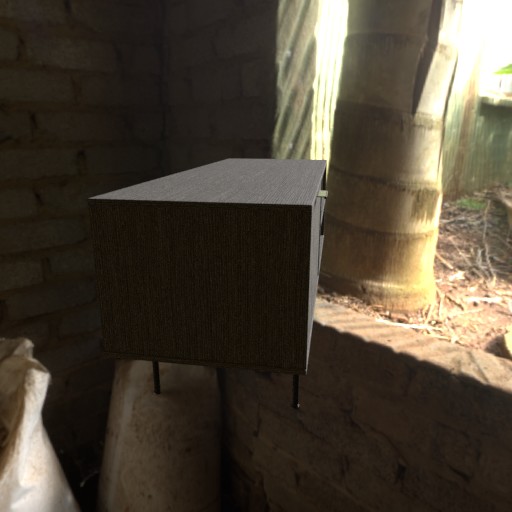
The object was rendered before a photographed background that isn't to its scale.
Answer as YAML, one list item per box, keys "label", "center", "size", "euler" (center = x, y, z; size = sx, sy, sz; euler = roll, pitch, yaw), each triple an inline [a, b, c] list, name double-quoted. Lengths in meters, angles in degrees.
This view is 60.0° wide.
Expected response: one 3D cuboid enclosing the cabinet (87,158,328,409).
- label: "cabinet"
  center: [0.000, 0.000, 1.599]
  size: [0.500, 0.599, 1.300]
  euler: [3, 16, 10]
